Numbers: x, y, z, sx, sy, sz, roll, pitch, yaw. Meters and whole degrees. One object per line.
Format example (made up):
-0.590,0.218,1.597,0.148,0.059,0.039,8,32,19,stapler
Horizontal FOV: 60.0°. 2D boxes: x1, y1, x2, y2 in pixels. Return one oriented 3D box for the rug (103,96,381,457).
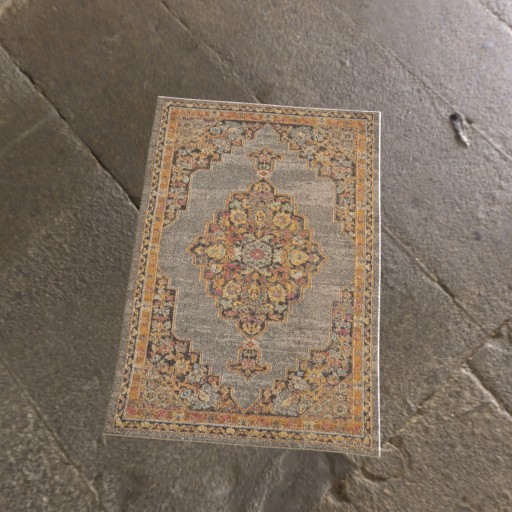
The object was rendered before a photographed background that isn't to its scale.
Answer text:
0.000,0.000,3.844,2.158,0.024,3.063,4,74,1,rug
